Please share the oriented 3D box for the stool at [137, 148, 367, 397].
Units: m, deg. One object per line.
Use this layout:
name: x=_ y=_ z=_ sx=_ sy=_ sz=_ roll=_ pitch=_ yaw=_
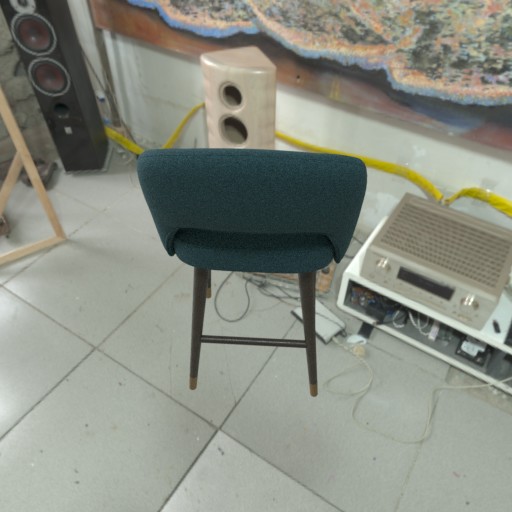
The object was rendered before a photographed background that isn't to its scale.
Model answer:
stool: x=0.000 y=0.000 z=1.342 sx=0.536 sy=1.032 sz=0.522 roll=2 pitch=46 yaw=2
